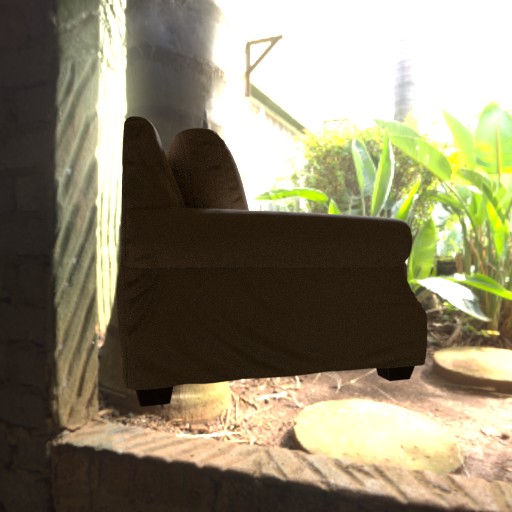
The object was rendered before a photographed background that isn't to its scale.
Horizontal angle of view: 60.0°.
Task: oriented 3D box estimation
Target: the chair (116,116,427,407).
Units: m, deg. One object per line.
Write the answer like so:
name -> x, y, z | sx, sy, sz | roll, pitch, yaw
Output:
chair -> 0.000, 0.000, 1.786 | 1.066, 0.866, 0.940 | -1, 2, -17
